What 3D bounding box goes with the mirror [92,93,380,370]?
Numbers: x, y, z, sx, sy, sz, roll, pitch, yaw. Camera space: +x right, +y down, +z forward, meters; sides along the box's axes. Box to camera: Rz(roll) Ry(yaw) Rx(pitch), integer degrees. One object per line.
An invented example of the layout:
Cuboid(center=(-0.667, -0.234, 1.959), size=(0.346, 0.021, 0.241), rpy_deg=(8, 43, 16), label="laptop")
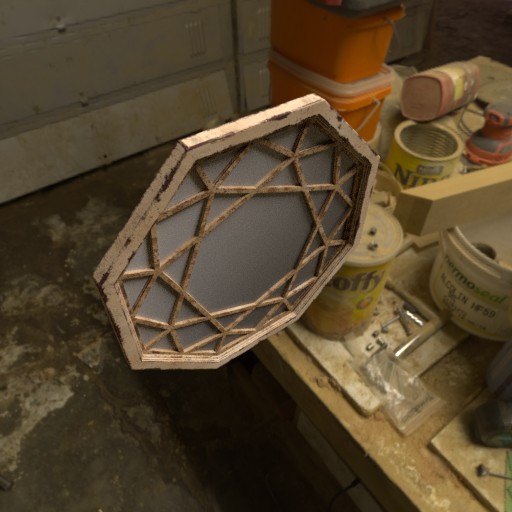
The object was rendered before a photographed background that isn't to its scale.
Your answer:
Cuboid(center=(0.000, 0.000, 0.954), size=(0.648, 0.648, 0.031), rpy_deg=(-27, 52, -23), label="mirror")
